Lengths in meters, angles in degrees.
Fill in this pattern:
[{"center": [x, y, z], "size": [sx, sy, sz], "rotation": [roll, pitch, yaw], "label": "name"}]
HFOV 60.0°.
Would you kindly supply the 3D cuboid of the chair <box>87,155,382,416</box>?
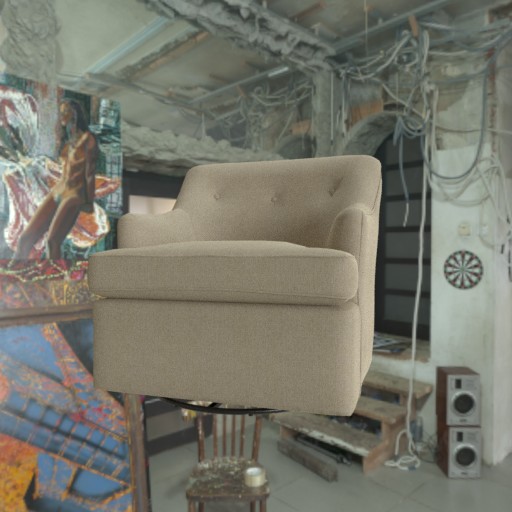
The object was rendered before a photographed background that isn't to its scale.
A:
[{"center": [0.000, 0.000, 1.610], "size": [0.864, 0.856, 0.923], "rotation": [0, 0, 17], "label": "chair"}]
